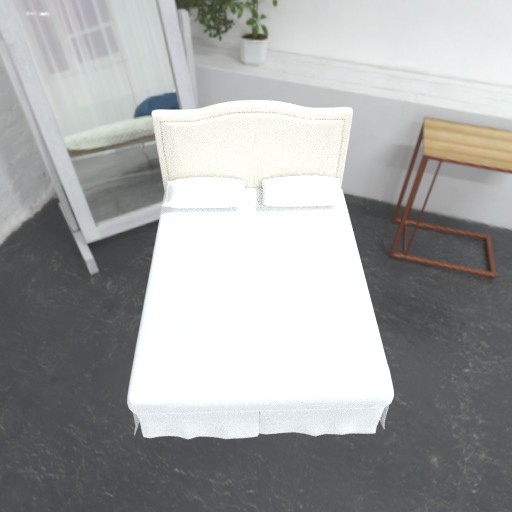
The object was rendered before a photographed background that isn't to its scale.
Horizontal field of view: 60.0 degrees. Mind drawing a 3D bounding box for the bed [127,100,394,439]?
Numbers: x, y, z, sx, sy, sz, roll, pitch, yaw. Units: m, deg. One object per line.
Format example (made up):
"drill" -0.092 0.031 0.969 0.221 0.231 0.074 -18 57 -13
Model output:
"bed" 0.000 0.000 3.453 1.821 1.436 2.282 -1 47 -1
